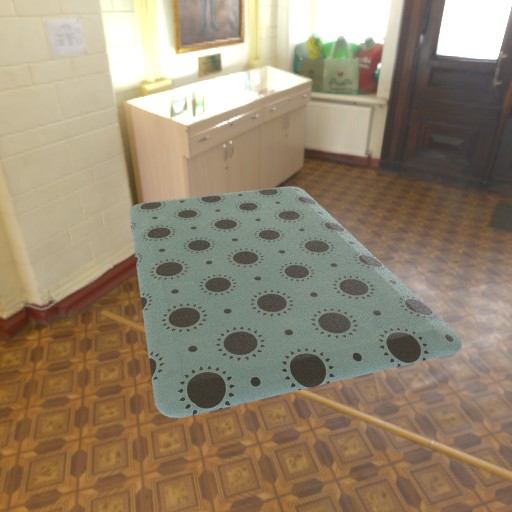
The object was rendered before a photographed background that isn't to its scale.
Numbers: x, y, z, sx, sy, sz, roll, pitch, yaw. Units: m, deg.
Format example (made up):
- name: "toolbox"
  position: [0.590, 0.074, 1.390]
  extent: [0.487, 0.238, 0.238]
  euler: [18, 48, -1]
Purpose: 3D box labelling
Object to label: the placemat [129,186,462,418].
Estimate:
- name: "placemat"
  position: [0.000, 0.000, 0.973]
  extent: [0.508, 0.021, 0.762]
  euler: [-9, 31, -15]
